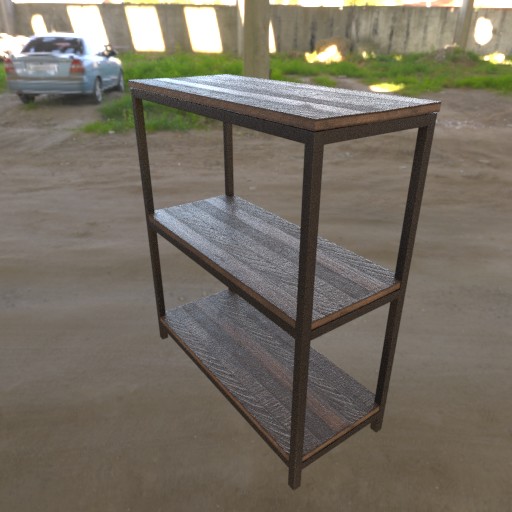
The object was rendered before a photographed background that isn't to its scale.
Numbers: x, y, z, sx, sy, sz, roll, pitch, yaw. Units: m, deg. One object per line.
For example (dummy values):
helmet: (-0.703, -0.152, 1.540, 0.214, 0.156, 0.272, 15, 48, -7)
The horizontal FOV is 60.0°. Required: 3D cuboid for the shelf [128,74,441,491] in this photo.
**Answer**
shelf: (0.000, 0.000, 1.335, 0.352, 0.947, 0.822, -18, 32, -32)
